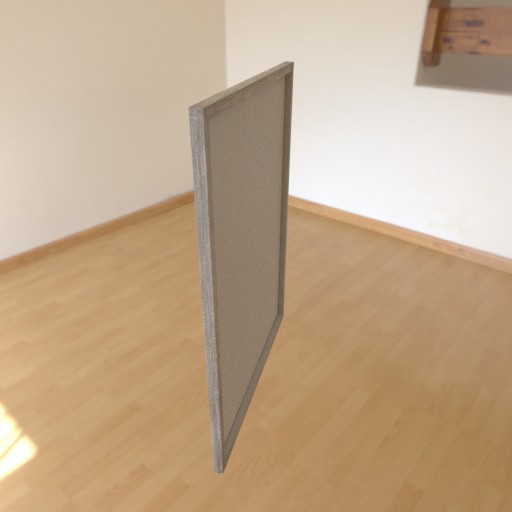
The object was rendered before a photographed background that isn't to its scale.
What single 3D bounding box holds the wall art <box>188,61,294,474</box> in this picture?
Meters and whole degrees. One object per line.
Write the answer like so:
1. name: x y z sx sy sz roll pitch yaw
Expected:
1. wall art: 0.000 0.000 1.358 0.035 1.022 0.781 8 30 14
